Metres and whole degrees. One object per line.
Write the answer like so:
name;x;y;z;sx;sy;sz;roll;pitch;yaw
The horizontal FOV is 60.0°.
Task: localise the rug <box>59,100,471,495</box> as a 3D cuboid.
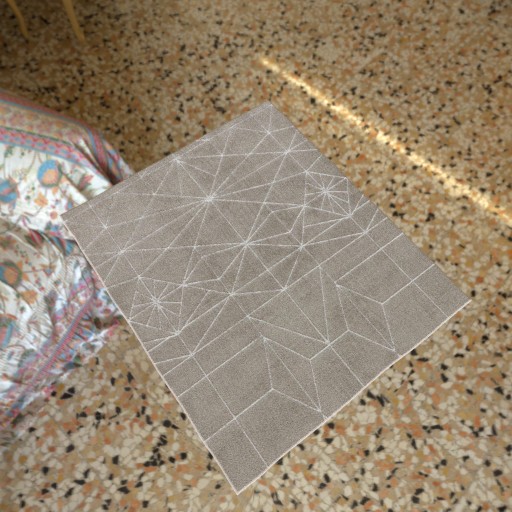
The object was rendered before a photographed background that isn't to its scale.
rug;0.000;0.000;0.881;0.548;0.006;0.639;-34;69;-15
